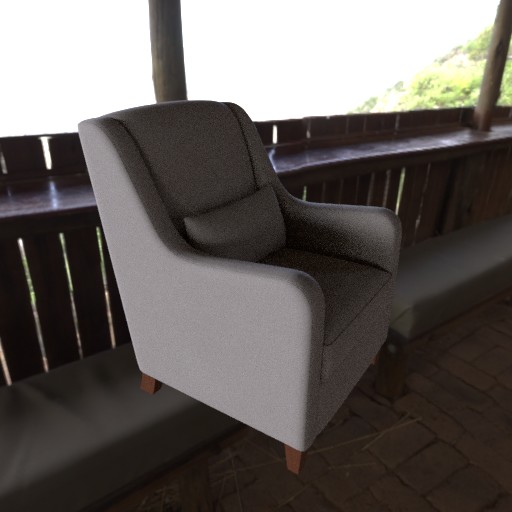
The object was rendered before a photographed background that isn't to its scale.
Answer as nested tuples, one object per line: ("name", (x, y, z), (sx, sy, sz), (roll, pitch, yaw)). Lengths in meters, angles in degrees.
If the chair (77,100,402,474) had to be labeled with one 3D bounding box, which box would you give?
("chair", (0.000, 0.000, 1.588), (0.863, 1.010, 0.715), (16, 29, 31))
